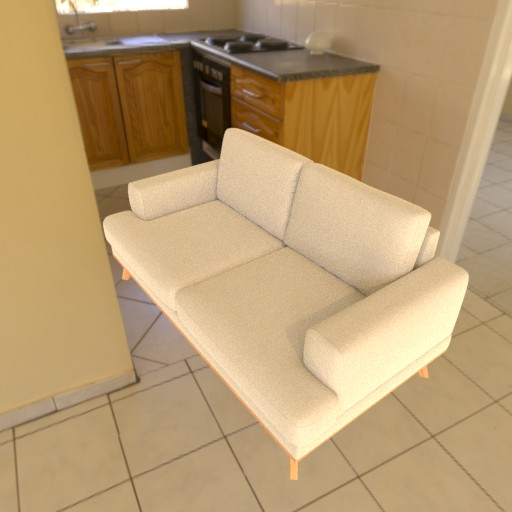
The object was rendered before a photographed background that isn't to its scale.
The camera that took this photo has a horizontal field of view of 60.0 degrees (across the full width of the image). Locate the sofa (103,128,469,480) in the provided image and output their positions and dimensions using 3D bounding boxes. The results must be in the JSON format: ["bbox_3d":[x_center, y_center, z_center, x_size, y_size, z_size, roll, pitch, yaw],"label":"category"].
[{"bbox_3d":[0.000,0.000,2.102,0.915,0.810,1.651,-23,40,-30],"label":"sofa"}]
